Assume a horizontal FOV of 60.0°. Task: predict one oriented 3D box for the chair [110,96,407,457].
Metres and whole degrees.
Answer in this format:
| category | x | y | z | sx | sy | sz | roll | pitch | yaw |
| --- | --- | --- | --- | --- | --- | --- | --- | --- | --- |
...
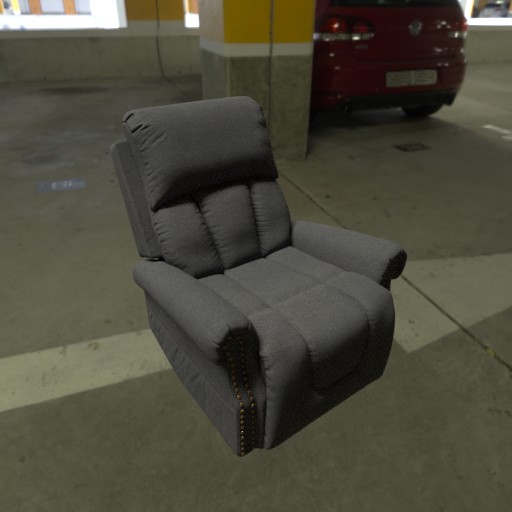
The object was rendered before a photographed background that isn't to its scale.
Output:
| category | x | y | z | sx | sy | sz | roll | pitch | yaw |
| --- | --- | --- | --- | --- | --- | --- | --- | --- | --- |
| chair | 0.000 | 0.000 | 1.712 | 0.871 | 1.031 | 0.979 | -20 | 35 | -32 |
